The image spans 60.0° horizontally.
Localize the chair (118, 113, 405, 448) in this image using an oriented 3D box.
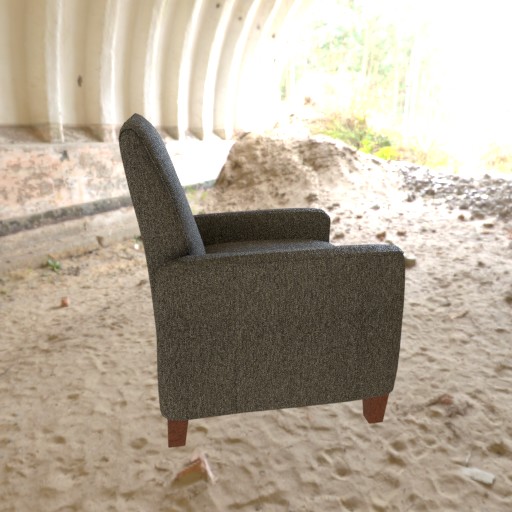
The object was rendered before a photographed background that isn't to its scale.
[{"bbox_3d":[0.000,0.000,1.666,0.864,1.014,0.848,-3,15,-10],"label":"chair"}]
